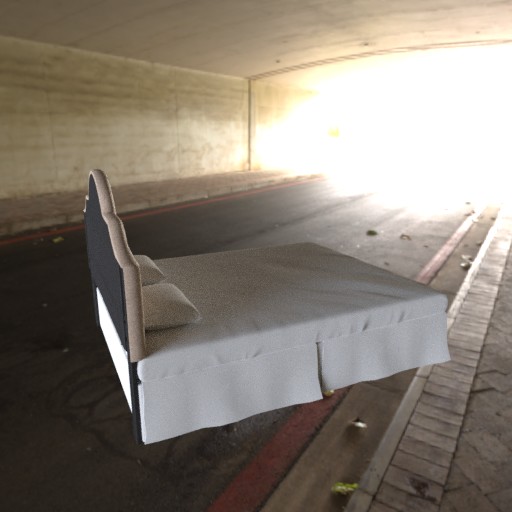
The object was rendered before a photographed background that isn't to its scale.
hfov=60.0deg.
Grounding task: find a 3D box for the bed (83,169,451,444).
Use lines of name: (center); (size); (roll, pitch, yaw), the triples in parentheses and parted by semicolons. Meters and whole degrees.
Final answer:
bed: (0.000, 0.000, 2.940); (1.970, 1.194, 1.667); (-7, 17, -25)
